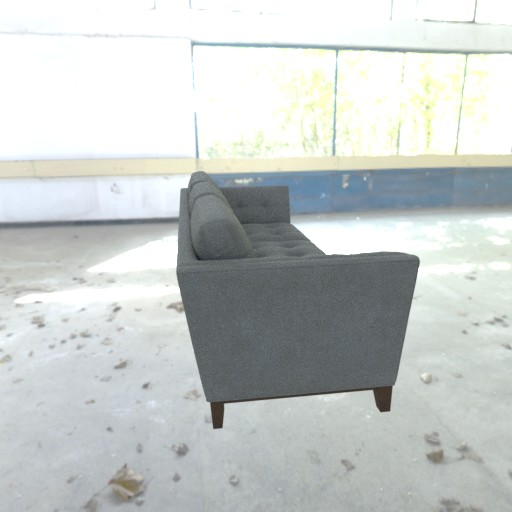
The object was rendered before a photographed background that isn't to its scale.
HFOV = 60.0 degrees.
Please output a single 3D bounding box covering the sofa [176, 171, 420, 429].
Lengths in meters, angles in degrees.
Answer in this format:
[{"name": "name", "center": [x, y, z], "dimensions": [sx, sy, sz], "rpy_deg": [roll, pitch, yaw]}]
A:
[{"name": "sofa", "center": [0.000, 0.000, 2.903], "dimensions": [0.965, 0.940, 2.387], "rpy_deg": [-2, 16, -9]}]
